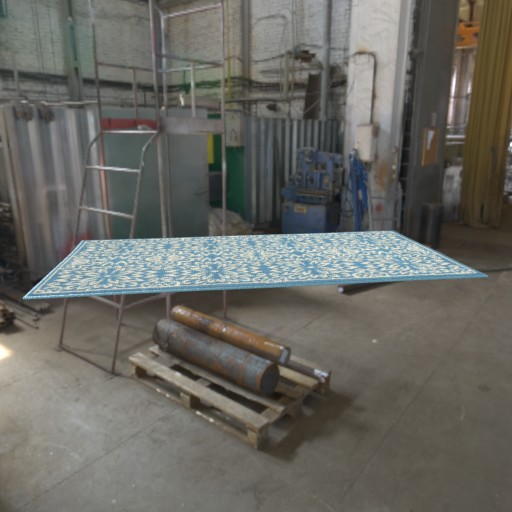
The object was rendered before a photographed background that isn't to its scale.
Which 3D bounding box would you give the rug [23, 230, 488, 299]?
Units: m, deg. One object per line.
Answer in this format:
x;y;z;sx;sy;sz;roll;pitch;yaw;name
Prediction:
0.000;0.000;1.435;1.219;0.007;0.604;-2;16;-8;rug
